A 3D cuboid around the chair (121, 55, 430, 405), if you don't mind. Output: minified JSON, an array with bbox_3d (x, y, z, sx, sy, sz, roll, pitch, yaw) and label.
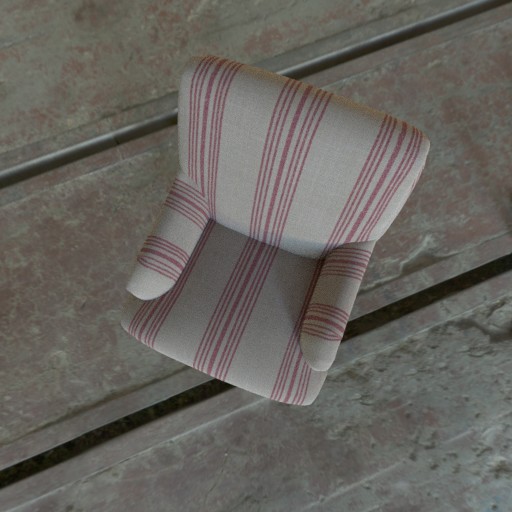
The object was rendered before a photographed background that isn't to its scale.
[{"bbox_3d":[0.000,0.000,1.880,0.933,1.123,1.058,21,77,5],"label":"chair"}]
